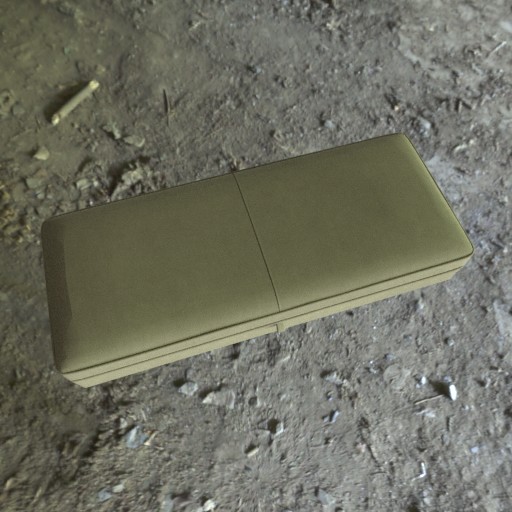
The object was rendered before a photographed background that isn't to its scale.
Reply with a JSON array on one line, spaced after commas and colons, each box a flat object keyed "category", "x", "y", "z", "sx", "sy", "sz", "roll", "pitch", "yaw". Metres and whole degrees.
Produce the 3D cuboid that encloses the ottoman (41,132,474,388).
[{"category": "ottoman", "x": 0.000, "y": 0.000, "z": 1.996, "sx": 1.726, "sy": 0.460, "sz": 0.735, "roll": -15, "pitch": 64, "yaw": -8}]
